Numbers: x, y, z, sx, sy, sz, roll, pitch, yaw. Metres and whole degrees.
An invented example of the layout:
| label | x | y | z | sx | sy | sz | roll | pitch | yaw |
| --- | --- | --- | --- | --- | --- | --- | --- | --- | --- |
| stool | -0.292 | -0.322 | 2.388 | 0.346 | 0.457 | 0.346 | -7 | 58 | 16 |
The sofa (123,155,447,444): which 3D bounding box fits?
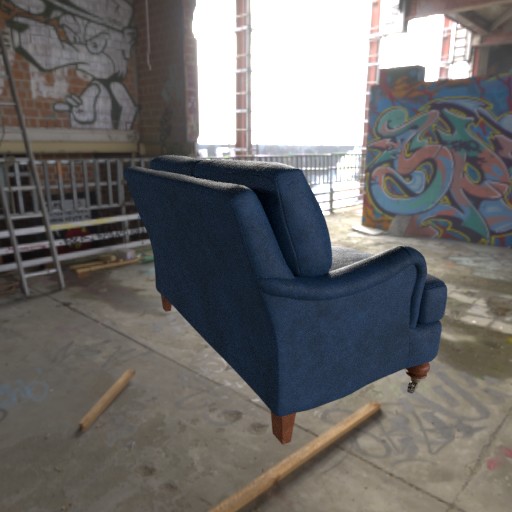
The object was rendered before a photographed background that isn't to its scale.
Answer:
| label | x | y | z | sx | sy | sz | roll | pitch | yaw |
| --- | --- | --- | --- | --- | --- | --- | --- | --- | --- |
| sofa | 0.000 | 0.000 | 2.534 | 1.084 | 1.101 | 1.853 | -7 | 16 | -27 |
